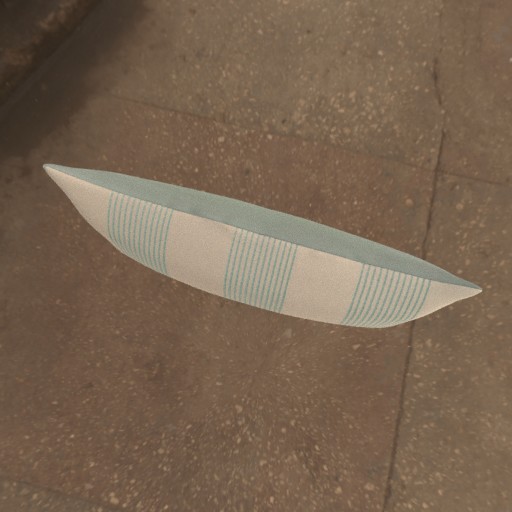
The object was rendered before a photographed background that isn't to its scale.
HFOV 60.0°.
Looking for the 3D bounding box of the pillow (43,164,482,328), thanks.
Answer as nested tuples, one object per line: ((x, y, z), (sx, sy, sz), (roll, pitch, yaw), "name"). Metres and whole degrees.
((0.000, 0.000, 0.719), (0.610, 0.287, 0.151), (16, 76, 4), "pillow")
